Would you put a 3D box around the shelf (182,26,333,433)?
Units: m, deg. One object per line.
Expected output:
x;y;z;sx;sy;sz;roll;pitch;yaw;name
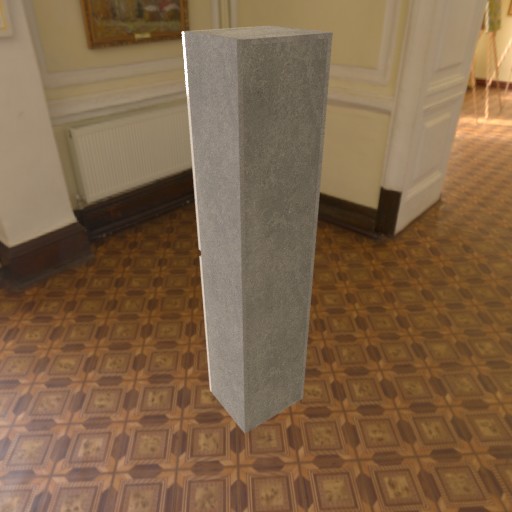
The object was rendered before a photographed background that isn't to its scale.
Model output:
0.000;0.000;1.544;0.300;1.400;0.270;-21;37;-30;shelf
